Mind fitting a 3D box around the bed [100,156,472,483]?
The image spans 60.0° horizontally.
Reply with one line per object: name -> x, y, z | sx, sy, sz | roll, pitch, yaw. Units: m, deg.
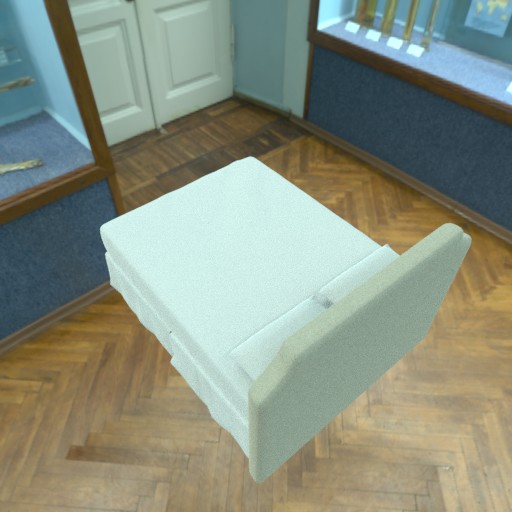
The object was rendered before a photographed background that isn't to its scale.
bed -> 0.000, 0.000, 3.189 | 1.693, 1.290, 2.116 | -31, 54, -26
